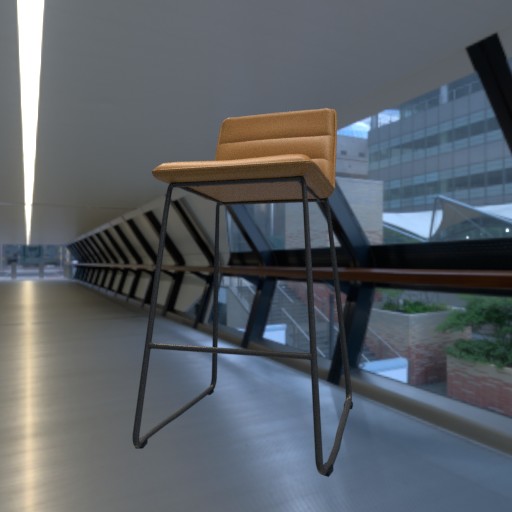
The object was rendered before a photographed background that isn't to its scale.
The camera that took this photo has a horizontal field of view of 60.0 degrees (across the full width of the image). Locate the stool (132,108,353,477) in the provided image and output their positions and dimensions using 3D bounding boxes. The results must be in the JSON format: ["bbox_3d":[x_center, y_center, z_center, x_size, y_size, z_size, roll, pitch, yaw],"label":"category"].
[{"bbox_3d":[0.000,0.000,1.228,0.489,0.936,0.524,0,0,17],"label":"stool"}]
